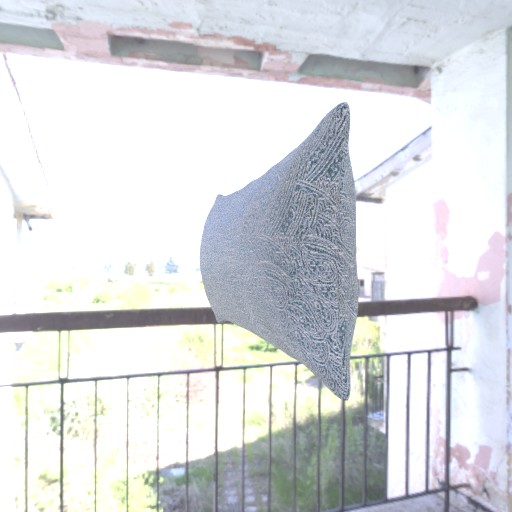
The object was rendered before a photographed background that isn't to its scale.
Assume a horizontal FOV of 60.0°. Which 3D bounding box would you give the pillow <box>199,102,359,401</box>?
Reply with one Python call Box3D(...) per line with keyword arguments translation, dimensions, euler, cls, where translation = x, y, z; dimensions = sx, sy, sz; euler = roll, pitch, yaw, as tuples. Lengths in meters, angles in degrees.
Box3D(translation=(0.000, 0.000, 0.723), dimensions=(0.151, 0.295, 0.615), euler=(0, -1, -17), cls="pillow")
